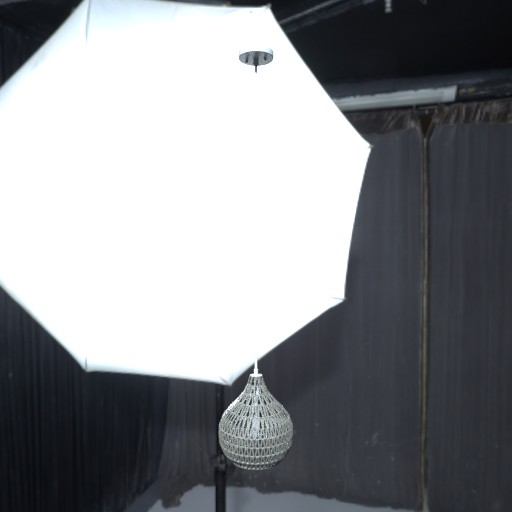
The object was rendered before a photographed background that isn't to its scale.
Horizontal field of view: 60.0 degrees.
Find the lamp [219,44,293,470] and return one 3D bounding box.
[{"bbox_3d":[0.000,0.000,2.102,0.355,1.919,0.355,0,1,18],"label":"lamp"}]
